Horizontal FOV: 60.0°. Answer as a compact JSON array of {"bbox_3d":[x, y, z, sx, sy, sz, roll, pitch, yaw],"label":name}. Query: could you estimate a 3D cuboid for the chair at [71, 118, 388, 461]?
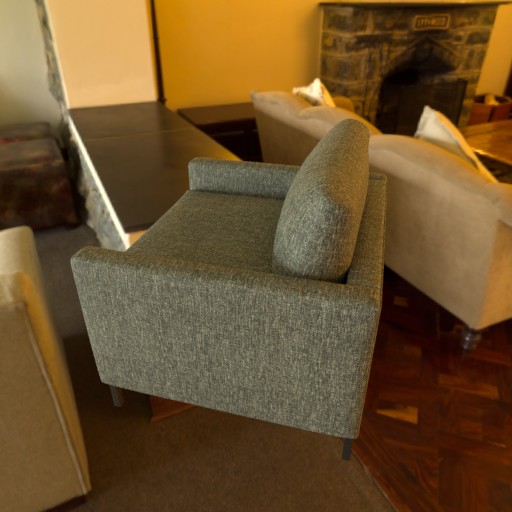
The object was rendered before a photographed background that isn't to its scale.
[{"bbox_3d":[0.000,0.000,1.618,0.866,0.861,0.963,8,31,13],"label":"chair"}]
